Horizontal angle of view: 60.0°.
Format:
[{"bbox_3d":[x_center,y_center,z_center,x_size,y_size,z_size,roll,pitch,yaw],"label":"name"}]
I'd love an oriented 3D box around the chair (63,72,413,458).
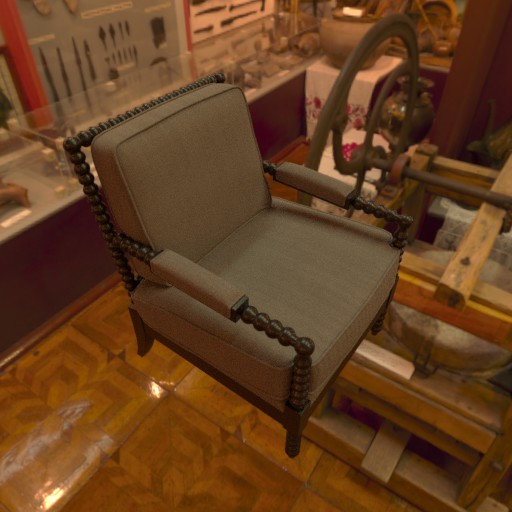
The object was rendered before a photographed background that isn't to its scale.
[{"bbox_3d":[0.000,0.000,1.111,0.622,0.661,0.540,26,48,26],"label":"chair"}]
